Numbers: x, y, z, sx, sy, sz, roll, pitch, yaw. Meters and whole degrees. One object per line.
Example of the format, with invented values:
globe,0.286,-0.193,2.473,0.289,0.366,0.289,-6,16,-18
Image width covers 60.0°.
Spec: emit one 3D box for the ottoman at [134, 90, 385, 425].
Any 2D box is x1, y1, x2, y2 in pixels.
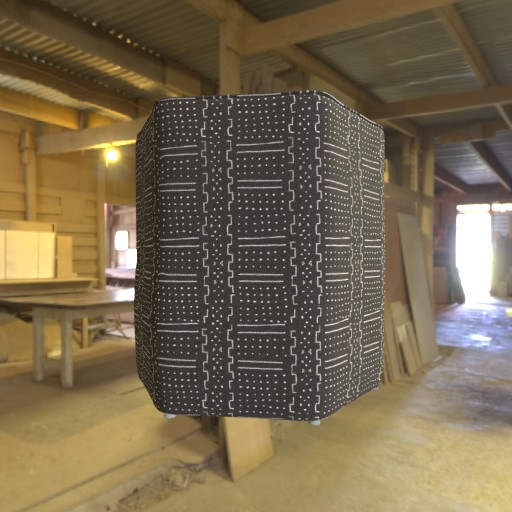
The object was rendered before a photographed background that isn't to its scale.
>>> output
ottoman,0.000,0.000,0.872,0.443,0.502,0.494,0,0,37
